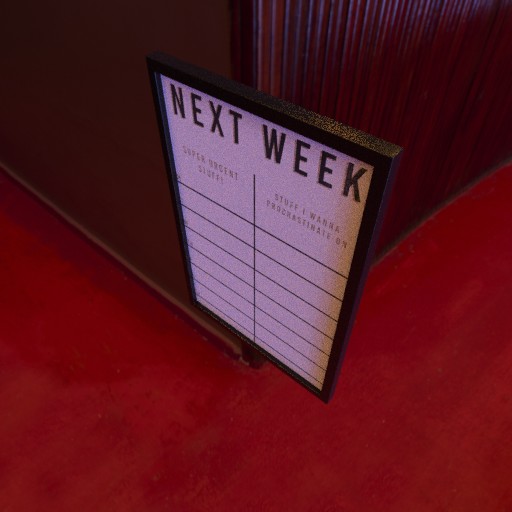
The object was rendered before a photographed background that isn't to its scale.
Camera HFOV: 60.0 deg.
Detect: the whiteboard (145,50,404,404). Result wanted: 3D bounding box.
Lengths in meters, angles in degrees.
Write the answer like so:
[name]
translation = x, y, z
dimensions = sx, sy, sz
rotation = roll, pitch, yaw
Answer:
[whiteboard]
translation = 0.000, 0.000, 0.794
dimensions = 0.406, 0.611, 0.026
rotation = 32, 55, 26
